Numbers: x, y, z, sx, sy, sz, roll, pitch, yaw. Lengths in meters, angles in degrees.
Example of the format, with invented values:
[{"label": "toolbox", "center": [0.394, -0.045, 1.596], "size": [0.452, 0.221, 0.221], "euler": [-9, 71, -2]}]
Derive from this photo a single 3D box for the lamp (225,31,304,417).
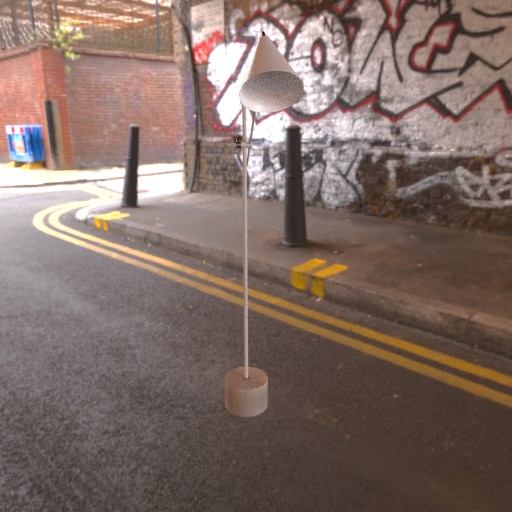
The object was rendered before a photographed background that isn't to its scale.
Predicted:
[{"label": "lamp", "center": [0.000, 0.000, 1.579], "size": [0.223, 1.430, 0.508], "euler": [-2, 16, -8]}]
